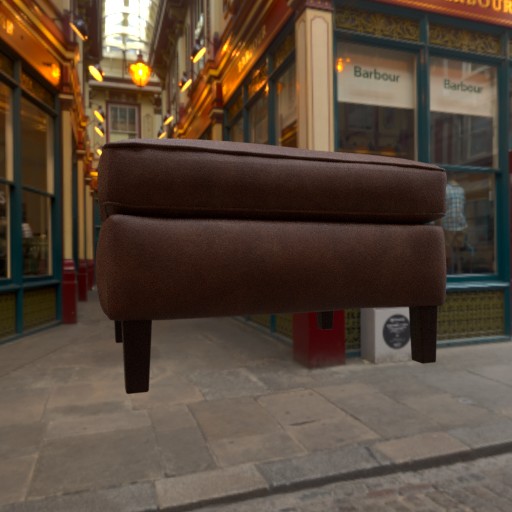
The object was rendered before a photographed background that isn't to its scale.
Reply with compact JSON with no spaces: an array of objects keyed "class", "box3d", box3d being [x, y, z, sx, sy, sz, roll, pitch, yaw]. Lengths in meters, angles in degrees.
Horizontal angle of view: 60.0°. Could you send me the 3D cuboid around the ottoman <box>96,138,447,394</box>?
[{"class":"ottoman","box3d":[0.000,0.000,0.978,0.665,0.418,0.501,0,0,-20]}]
